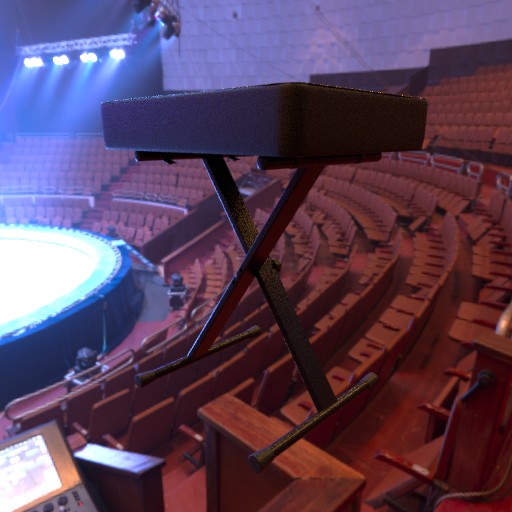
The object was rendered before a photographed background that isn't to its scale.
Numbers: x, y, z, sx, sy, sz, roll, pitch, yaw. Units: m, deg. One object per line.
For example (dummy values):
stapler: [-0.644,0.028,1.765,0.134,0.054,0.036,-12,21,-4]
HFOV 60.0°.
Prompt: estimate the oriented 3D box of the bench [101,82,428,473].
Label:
bench: [0.000,0.000,0.756,0.424,0.500,0.321,14,21,43]
